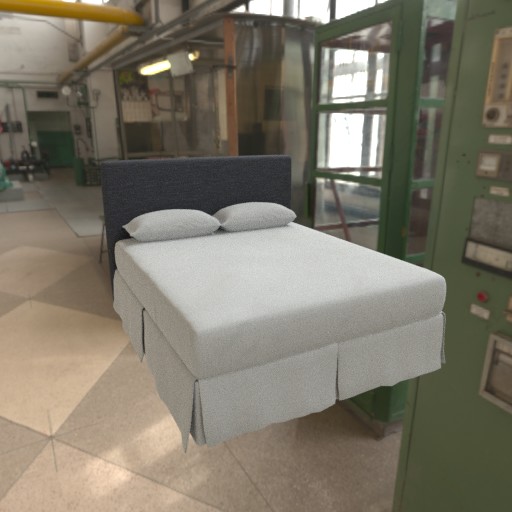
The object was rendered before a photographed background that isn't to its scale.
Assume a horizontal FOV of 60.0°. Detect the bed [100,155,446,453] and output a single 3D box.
[{"bbox_3d":[0.000,0.000,3.333,1.884,1.330,2.142,-9,19,-27],"label":"bed"}]
